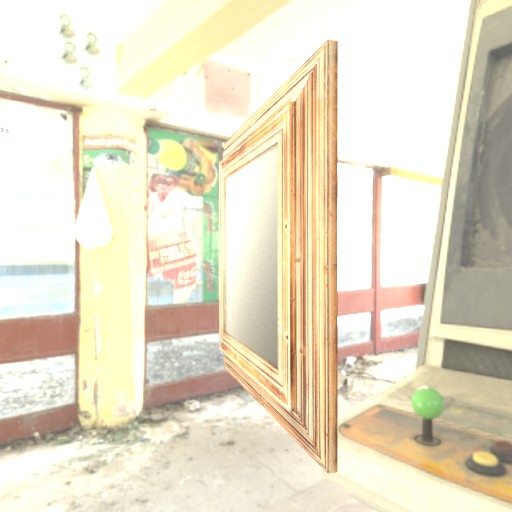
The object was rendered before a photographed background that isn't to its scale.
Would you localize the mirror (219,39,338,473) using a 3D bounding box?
[{"bbox_3d":[0.000,0.000,1.199,0.061,0.804,0.804,0,0,-18],"label":"mirror"}]
